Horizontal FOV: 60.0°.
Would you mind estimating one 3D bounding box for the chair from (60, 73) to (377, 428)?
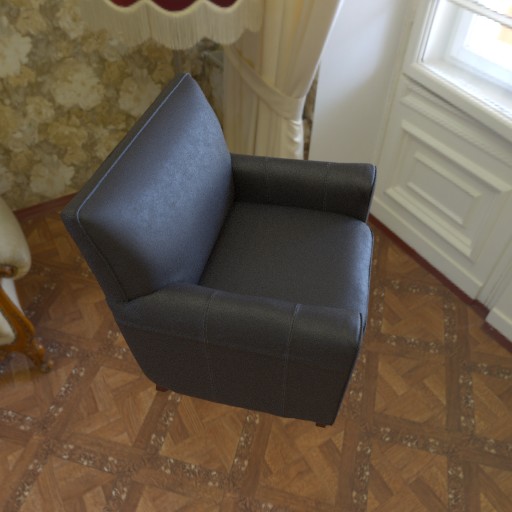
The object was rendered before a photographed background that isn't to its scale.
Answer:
[{"bbox_3d":[0.000,0.000,1.615,0.825,0.943,0.870,10,47,9],"label":"chair"}]
